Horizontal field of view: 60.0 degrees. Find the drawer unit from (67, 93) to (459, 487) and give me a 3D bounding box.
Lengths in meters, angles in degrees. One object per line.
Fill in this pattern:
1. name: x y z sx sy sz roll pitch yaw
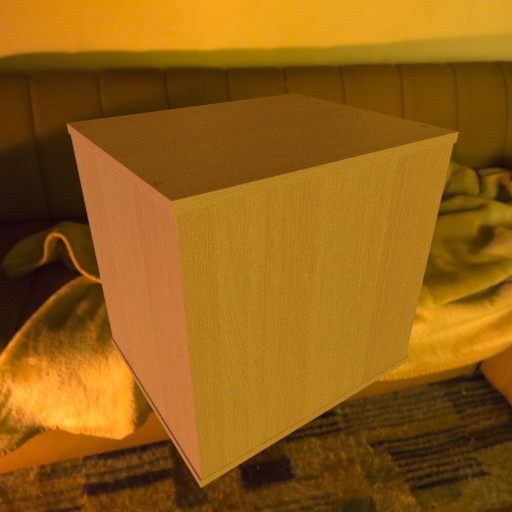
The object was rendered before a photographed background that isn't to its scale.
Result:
1. drawer unit: 0.000 0.000 0.597 0.349 0.344 0.290 -19 35 -30
